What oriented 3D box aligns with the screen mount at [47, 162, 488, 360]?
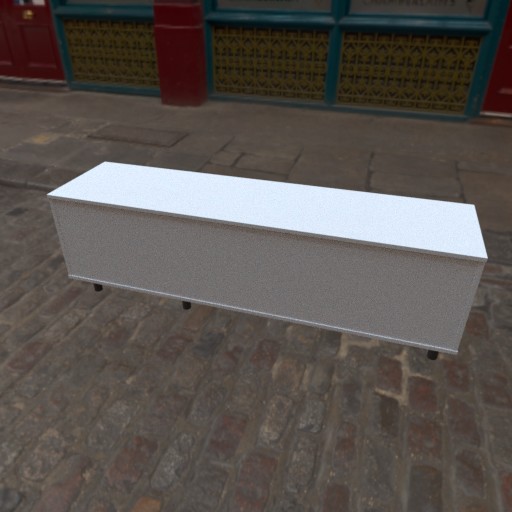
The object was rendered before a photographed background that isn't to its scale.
[{"bbox_3d":[0.000,0.000,1.850,1.600,0.520,0.418,9,33,15],"label":"screen mount"}]
